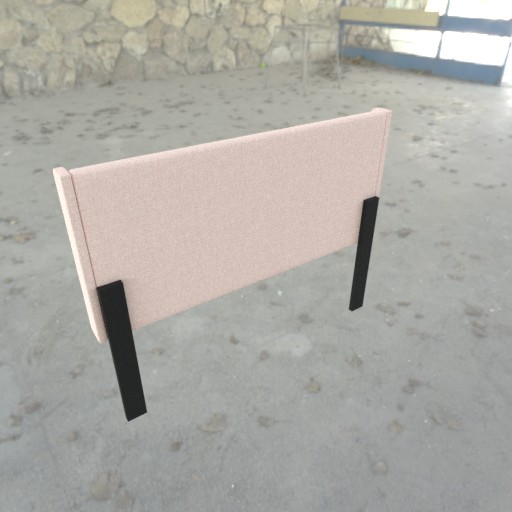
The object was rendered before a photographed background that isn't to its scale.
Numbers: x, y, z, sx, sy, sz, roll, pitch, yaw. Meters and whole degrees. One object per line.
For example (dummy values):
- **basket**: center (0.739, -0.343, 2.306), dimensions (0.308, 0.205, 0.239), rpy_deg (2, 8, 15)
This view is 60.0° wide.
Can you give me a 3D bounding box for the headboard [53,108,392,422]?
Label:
- **headboard**: center (0.000, 0.000, 2.765), dimensions (2.051, 1.524, 0.184), rpy_deg (-20, 36, -29)
